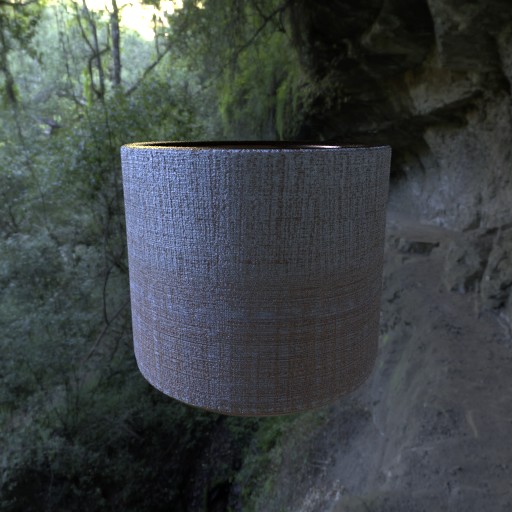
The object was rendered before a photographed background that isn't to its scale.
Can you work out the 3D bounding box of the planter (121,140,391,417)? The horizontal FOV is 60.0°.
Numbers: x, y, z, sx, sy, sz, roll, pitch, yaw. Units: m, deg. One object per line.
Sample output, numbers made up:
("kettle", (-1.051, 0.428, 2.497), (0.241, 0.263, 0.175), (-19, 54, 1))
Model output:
("planter", (0.000, 0.000, 0.194), (0.109, 0.096, 0.109), (0, 16, 0))
